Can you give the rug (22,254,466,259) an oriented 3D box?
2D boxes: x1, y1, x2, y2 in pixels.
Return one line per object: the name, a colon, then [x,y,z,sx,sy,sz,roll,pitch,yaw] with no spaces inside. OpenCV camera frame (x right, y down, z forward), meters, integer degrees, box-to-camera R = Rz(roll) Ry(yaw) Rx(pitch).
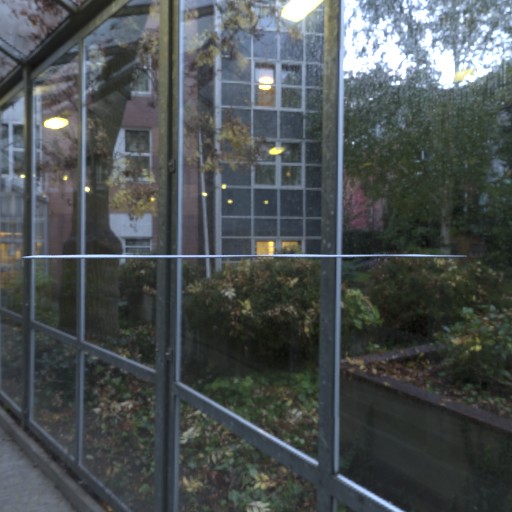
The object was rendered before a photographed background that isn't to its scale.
rug: [0.000,0.000,2.718,2.439,0.013,0.762,0,1,-16]
